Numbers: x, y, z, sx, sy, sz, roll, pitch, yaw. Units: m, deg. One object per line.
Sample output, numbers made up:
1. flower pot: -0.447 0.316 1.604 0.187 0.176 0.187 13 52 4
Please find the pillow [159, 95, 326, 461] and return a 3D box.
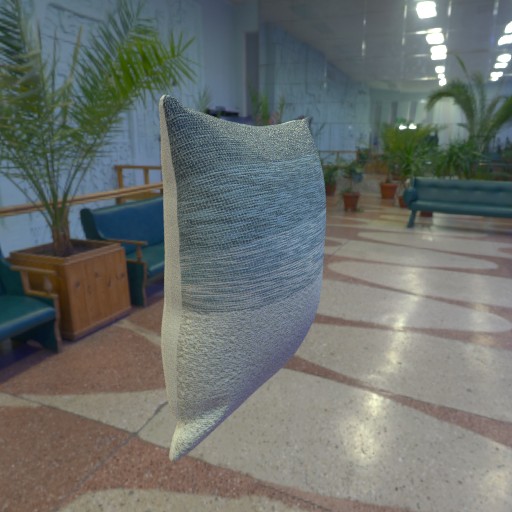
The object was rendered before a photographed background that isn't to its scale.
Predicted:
1. pillow: 0.000 0.000 0.688 0.182 0.441 0.440 7 17 26
